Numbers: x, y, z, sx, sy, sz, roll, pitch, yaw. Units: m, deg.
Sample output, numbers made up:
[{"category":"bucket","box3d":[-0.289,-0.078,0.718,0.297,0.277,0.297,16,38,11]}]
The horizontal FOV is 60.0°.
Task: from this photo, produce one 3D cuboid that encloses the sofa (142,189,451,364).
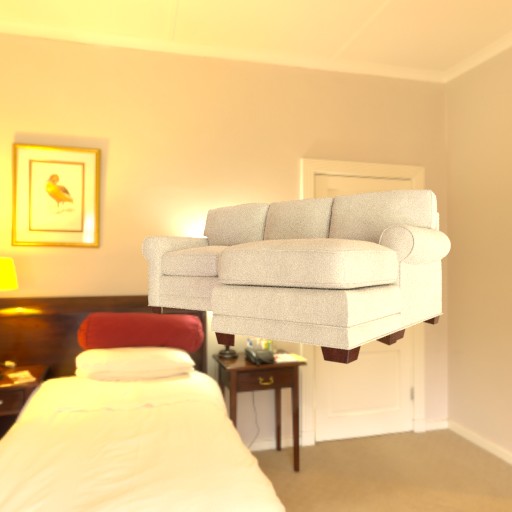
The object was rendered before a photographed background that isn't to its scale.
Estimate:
[{"category":"sofa","box3d":[0.000,0.000,2.435,1.770,0.734,1.226,0,0,37]}]
